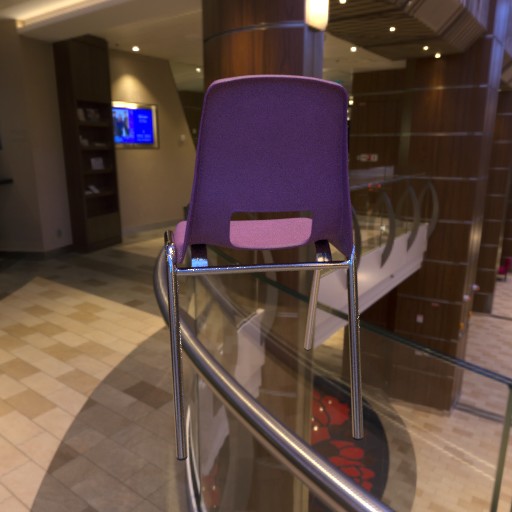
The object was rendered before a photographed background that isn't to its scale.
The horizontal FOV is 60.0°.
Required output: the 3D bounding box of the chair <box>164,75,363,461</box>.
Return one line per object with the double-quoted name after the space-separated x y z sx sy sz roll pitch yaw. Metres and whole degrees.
0.000 0.000 0.934 0.381 0.654 0.432 -2 14 -9 "chair"
